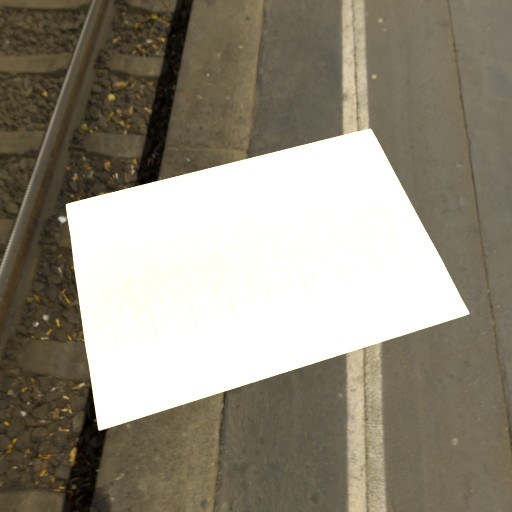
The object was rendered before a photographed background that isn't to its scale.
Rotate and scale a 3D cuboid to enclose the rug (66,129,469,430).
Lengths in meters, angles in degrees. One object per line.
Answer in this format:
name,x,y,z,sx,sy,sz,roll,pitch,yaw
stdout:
rug,0.000,0.000,2.340,1.850,0.006,1.234,-16,66,-7
